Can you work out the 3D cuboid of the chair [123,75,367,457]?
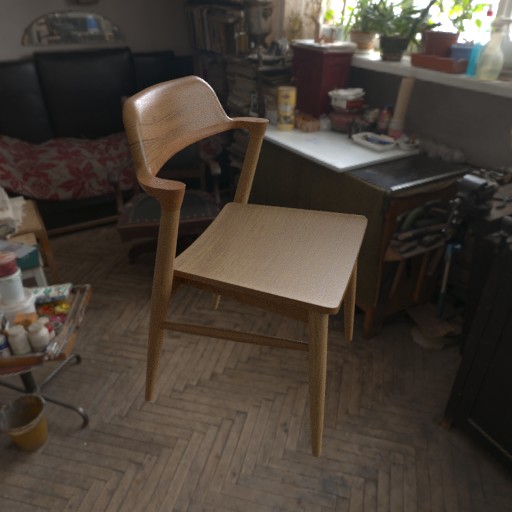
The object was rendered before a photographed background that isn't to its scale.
[{"bbox_3d":[0.000,0.000,1.123,0.499,0.792,0.512,11,34,17],"label":"chair"}]
